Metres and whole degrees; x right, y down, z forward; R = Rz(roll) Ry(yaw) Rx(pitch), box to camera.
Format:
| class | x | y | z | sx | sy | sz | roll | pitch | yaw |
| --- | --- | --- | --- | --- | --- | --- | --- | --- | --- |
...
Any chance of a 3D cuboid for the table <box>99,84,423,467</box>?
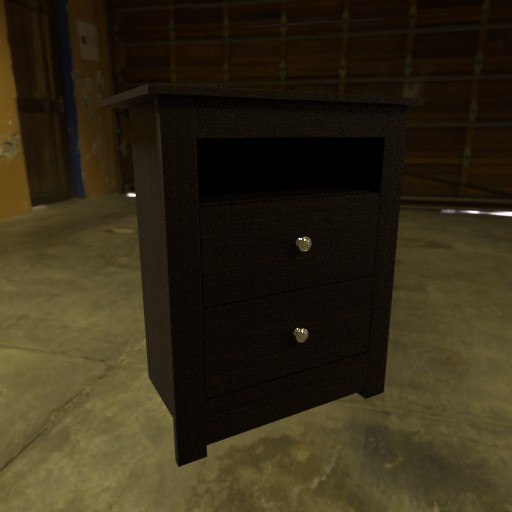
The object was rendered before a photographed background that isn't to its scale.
| class | x | y | z | sx | sy | sz | roll | pitch | yaw |
| --- | --- | --- | --- | --- | --- | --- | --- | --- | --- |
| table | 0.000 | 0.000 | 1.066 | 0.591 | 0.711 | 0.406 | -8 | 17 | -28 |
